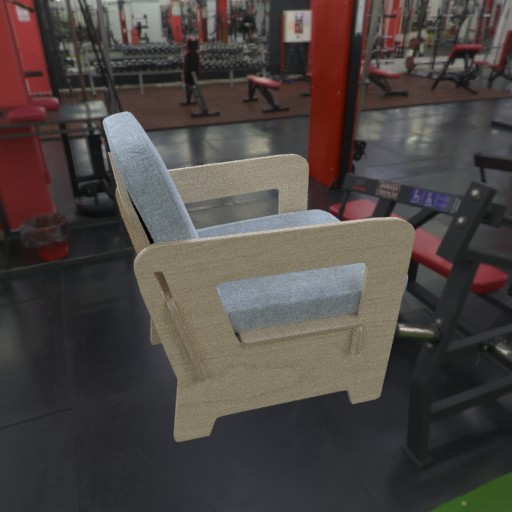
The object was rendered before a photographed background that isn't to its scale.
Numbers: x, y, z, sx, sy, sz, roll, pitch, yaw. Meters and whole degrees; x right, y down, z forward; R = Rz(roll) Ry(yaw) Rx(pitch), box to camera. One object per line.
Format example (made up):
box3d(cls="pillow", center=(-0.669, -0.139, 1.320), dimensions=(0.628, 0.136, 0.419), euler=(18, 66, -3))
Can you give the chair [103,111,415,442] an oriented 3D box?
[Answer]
box3d(cls="chair", center=(0.000, 0.000, 1.270), dimensions=(0.710, 0.800, 0.590), euler=(-10, 30, -18))
